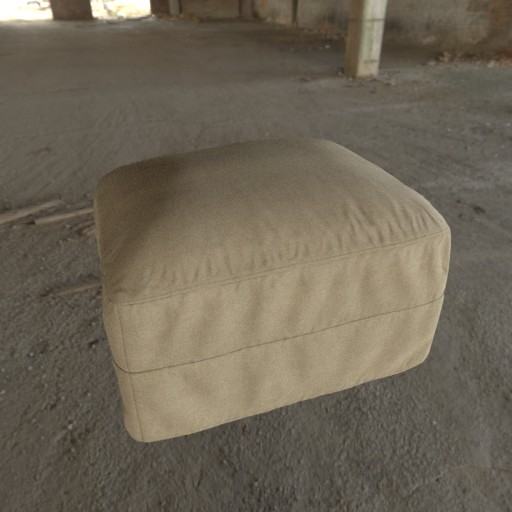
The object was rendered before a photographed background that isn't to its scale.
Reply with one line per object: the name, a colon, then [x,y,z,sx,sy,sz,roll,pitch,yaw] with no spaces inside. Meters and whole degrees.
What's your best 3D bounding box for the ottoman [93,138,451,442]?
ottoman: [0.000,0.000,1.056,0.712,0.480,0.584,-10,32,-16]
